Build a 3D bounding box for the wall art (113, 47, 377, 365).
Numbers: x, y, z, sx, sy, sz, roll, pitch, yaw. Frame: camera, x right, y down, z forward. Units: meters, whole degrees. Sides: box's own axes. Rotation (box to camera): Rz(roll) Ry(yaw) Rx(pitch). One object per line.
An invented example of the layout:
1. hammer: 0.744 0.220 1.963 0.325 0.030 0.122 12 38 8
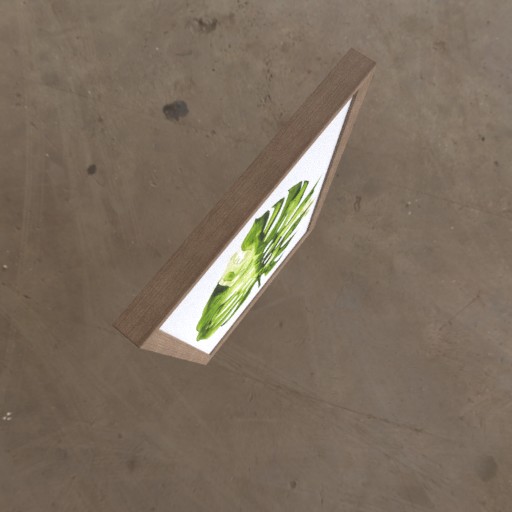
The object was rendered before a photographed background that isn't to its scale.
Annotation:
1. wall art: 0.000 0.000 0.653 0.031 0.509 0.356 37 78 9
